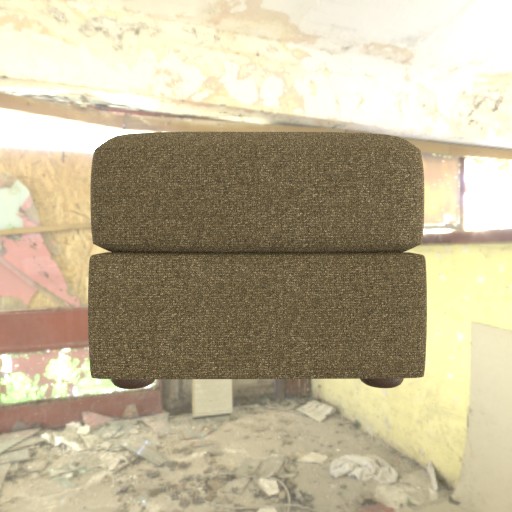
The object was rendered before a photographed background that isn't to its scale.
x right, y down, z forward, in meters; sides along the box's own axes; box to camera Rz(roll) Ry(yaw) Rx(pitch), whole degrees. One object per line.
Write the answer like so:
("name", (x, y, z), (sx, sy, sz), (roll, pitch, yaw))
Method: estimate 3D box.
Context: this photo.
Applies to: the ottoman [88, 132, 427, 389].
("ottoman", (0.000, 0.000, 1.109), (0.598, 0.476, 0.742), (0, 1, -1))
